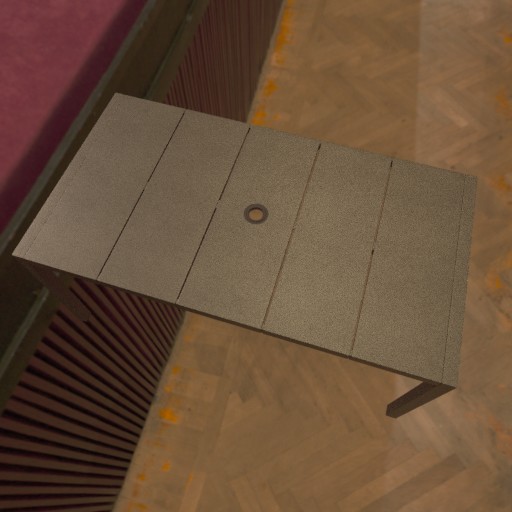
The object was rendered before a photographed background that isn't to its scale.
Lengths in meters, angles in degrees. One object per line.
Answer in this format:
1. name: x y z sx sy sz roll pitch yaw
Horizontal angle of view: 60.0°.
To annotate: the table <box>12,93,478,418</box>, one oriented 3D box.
1. table: 0.000 0.000 2.108 1.680 0.735 0.914 15 63 8
